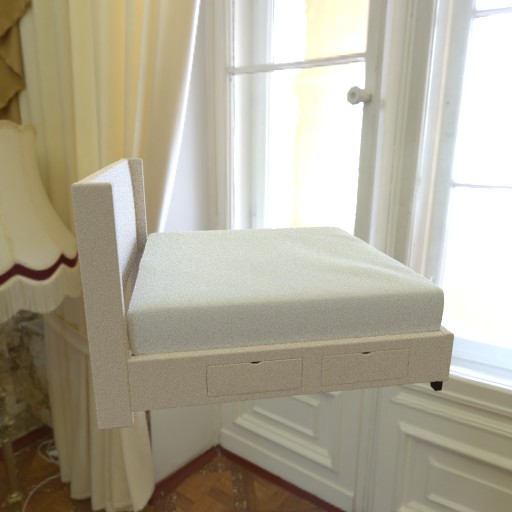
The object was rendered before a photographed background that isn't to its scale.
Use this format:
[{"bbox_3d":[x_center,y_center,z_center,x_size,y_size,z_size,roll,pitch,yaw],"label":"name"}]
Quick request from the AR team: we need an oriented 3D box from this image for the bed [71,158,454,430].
[{"bbox_3d":[0.000,0.000,3.643,2.293,1.471,2.145,-3,16,-9],"label":"bed"}]
